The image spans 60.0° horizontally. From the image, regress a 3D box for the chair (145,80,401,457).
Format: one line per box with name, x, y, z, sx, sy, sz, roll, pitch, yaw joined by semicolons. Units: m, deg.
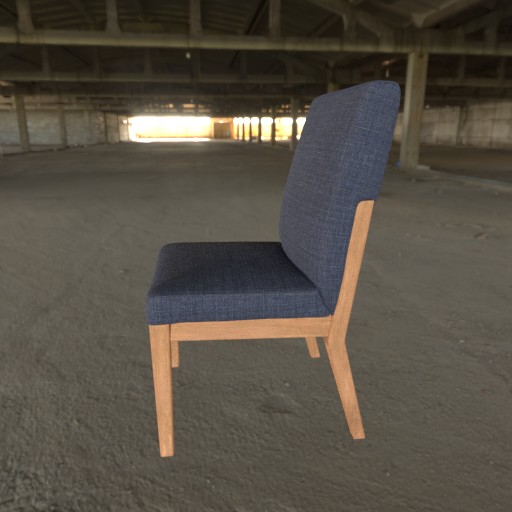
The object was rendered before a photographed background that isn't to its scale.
chair;0.000;0.000;1.266;0.586;0.911;0.507;-2;16;-7
